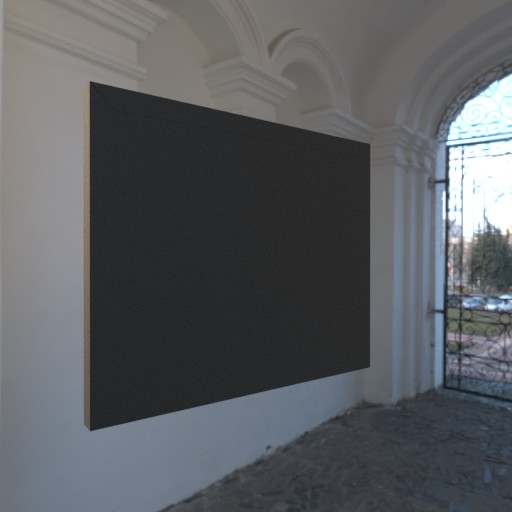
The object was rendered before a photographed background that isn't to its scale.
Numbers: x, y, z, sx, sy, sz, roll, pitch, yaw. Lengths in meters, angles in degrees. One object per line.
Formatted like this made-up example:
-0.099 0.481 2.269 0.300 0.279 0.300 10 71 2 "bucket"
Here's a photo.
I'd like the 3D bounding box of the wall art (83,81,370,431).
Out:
0.000 0.000 0.754 0.558 0.457 0.029 0 0 -36 "wall art"
